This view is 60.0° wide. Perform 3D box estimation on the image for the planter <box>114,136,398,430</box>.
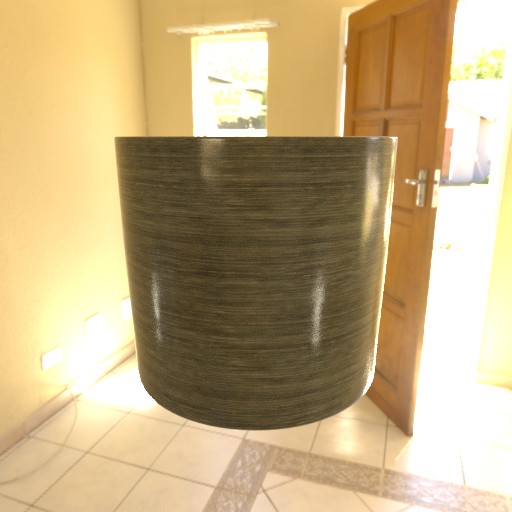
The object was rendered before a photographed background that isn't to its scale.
[{"bbox_3d":[0.000,0.000,0.388,0.221,0.201,0.221,0,15,0],"label":"planter"}]
